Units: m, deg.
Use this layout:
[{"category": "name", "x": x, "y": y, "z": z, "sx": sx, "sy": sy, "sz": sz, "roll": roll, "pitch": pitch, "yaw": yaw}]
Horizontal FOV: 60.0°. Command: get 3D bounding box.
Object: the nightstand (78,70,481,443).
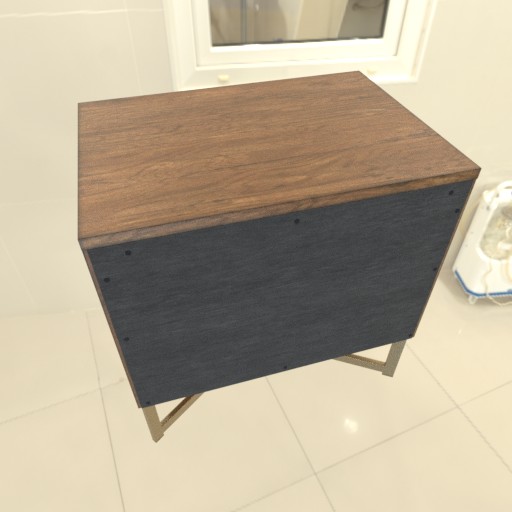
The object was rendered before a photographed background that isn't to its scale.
[{"category": "nightstand", "x": 0.000, "y": 0.000, "z": 0.996, "sx": 0.610, "sy": 0.610, "sz": 0.446, "roll": -11, "pitch": 44, "yaw": -12}]
